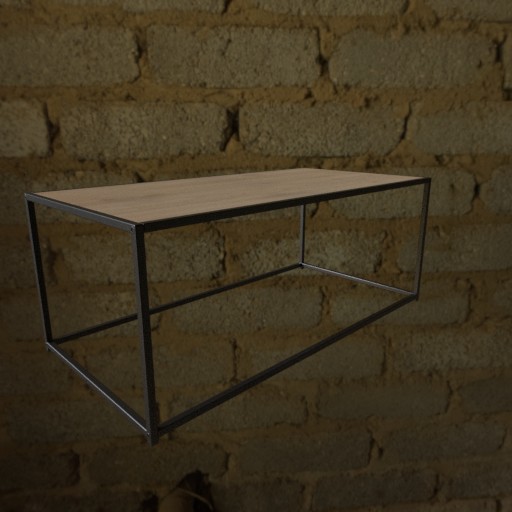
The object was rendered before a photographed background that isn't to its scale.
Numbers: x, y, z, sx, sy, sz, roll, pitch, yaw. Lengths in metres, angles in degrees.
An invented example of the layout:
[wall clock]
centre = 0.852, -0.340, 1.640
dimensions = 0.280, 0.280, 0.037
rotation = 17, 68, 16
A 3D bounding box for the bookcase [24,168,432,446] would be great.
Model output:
[bookcase]
centre = 0.000, 0.000, 1.233
dimensions = 1.000, 0.400, 0.500
rotation = -15, 22, -42
